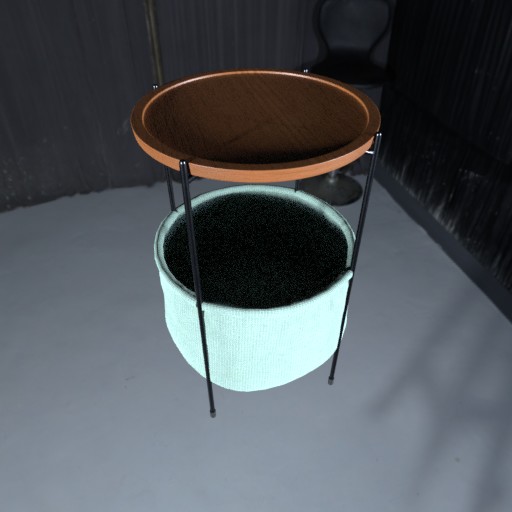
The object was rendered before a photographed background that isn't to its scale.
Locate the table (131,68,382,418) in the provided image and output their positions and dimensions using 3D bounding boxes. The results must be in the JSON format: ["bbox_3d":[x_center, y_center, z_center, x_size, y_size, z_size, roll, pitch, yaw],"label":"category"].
[{"bbox_3d":[0.000,0.000,0.900,0.400,0.623,0.400,-11,42,-13],"label":"table"}]
